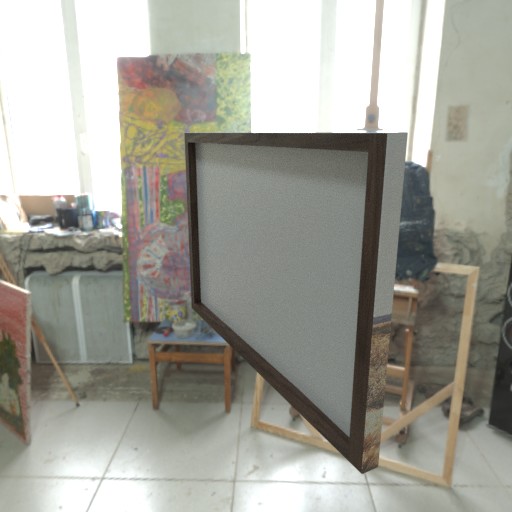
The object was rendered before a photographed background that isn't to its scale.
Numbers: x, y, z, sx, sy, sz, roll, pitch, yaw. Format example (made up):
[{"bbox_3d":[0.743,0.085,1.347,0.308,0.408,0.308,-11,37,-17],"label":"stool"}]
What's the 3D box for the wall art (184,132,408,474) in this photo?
[{"bbox_3d":[0.000,0.000,1.417,0.051,0.761,1.138,-8,17,-27],"label":"wall art"}]
